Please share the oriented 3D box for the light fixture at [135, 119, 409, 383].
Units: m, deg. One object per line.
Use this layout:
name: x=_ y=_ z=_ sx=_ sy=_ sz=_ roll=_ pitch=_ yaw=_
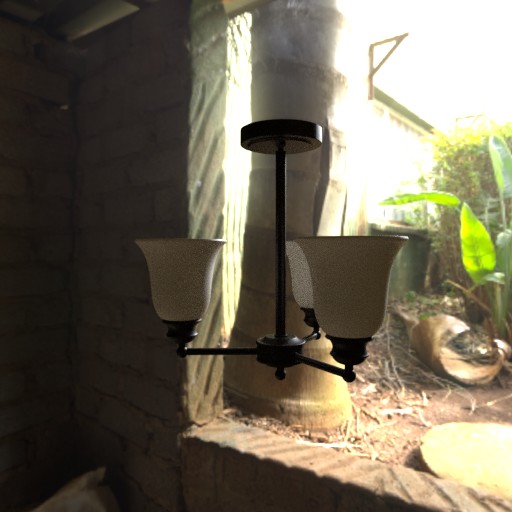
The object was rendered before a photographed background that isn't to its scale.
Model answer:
light fixture: x=0.000 y=0.000 z=0.657 sx=0.354 sy=0.370 sz=0.388 roll=0 pitch=1 yaw=-1
